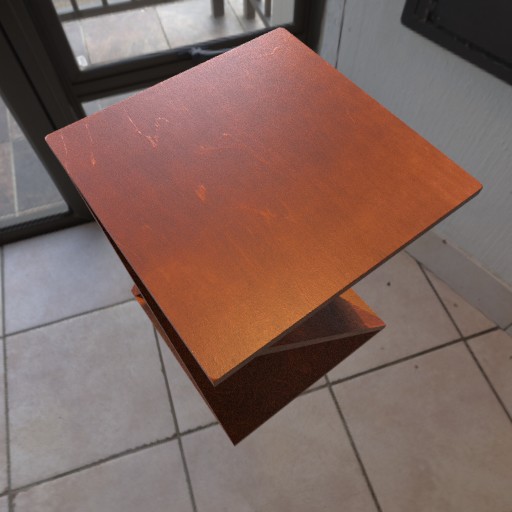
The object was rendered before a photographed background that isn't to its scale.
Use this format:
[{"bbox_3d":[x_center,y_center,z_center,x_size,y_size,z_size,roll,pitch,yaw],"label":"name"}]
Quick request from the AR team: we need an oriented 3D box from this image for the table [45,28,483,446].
[{"bbox_3d":[0.000,0.000,0.827,0.427,0.520,0.427,-33,65,-17],"label":"table"}]
